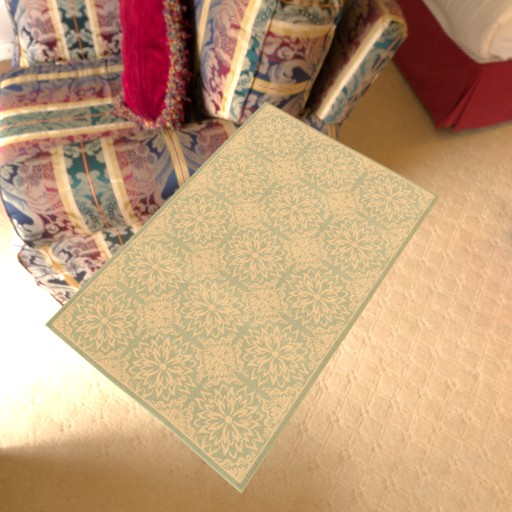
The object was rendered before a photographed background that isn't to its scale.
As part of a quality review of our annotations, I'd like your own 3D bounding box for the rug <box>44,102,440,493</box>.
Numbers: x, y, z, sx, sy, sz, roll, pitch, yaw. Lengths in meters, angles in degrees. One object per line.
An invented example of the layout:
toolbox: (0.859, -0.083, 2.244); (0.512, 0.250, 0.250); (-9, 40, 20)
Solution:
rug: (0.000, 0.000, 3.483); (1.819, 0.018, 2.746); (34, 68, 15)
